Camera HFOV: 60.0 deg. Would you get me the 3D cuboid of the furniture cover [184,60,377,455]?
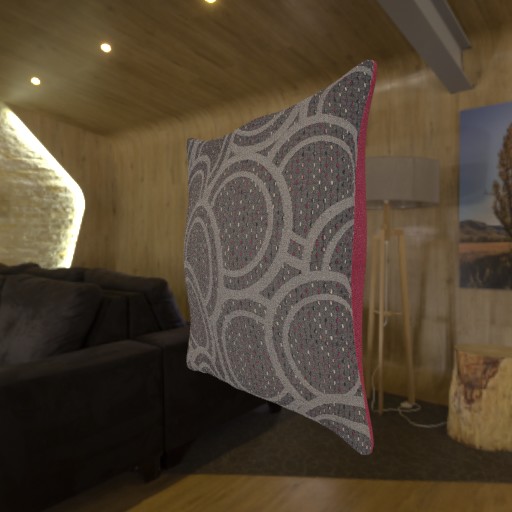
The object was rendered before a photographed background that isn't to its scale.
[{"bbox_3d":[0.000,0.000,0.779,0.163,0.513,0.514,-1,2,-36],"label":"furniture cover"}]
